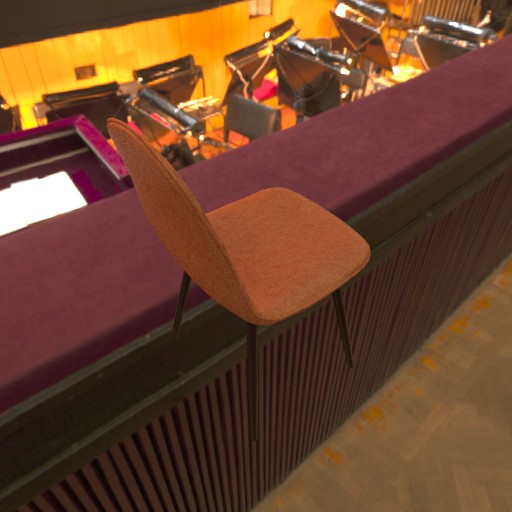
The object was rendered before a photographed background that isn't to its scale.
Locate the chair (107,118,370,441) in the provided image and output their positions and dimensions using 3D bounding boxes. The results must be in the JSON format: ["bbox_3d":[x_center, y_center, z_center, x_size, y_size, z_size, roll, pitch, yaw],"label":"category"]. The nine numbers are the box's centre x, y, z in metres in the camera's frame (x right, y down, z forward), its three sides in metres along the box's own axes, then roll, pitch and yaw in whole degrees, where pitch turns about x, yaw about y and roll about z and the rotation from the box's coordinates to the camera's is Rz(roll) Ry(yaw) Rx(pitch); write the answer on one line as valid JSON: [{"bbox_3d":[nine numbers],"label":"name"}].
[{"bbox_3d":[0.000,0.000,1.192,0.561,0.889,0.472,-27,49,-27],"label":"chair"}]
